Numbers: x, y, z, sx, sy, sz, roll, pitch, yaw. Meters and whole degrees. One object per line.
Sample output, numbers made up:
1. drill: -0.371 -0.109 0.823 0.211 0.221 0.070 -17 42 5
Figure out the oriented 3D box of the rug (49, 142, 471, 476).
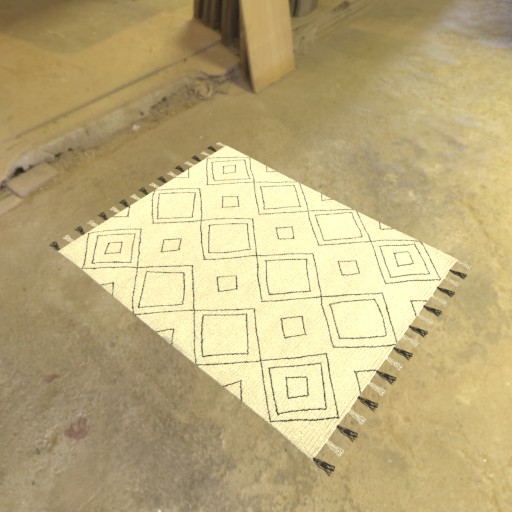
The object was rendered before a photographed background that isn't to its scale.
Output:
1. rug: 0.000 0.000 4.151 3.221 0.026 2.342 32 55 26
